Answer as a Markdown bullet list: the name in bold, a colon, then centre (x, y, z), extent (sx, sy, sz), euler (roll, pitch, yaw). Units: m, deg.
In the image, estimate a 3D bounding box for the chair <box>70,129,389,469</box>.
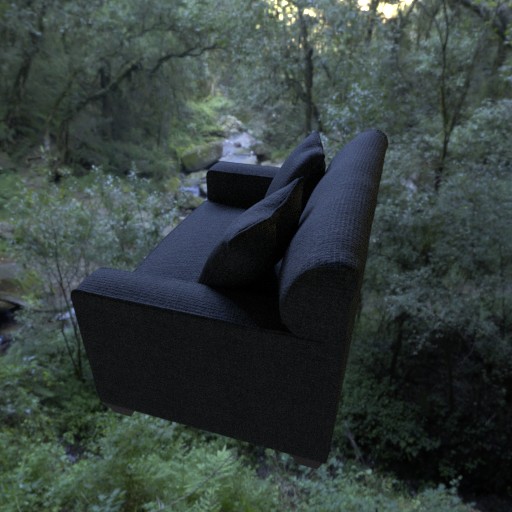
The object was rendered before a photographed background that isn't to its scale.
- **chair**: centre (0.000, 0.000, 2.044), extent (1.000, 0.948, 1.383), euler (9, 33, 15)
